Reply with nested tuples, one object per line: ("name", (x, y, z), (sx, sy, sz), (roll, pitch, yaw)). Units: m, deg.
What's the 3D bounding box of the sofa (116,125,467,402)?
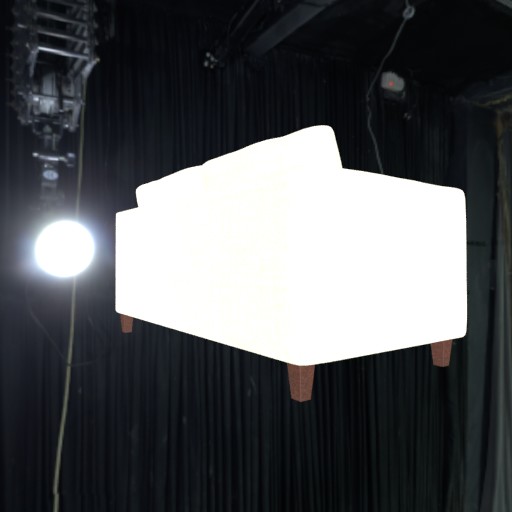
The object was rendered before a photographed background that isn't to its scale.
("sofa", (0.000, 0.000, 2.388), (0.950, 0.963, 1.884), (0, -1, -36))
